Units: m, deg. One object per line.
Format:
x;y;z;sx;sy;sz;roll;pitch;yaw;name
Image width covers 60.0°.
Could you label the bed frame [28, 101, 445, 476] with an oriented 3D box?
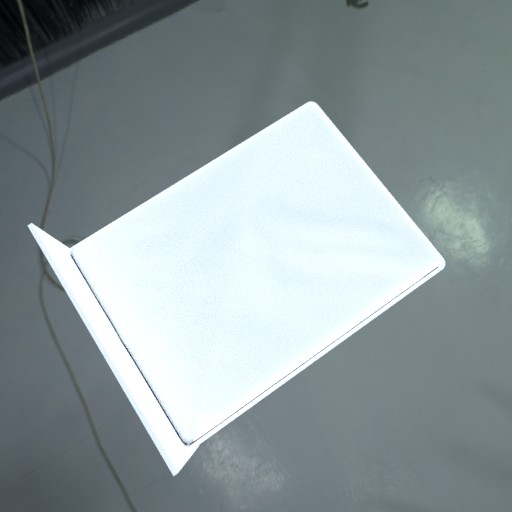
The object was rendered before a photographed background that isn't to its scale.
0.000;0.000;2.748;1.950;0.800;1.490;-34;78;-8;bed frame
